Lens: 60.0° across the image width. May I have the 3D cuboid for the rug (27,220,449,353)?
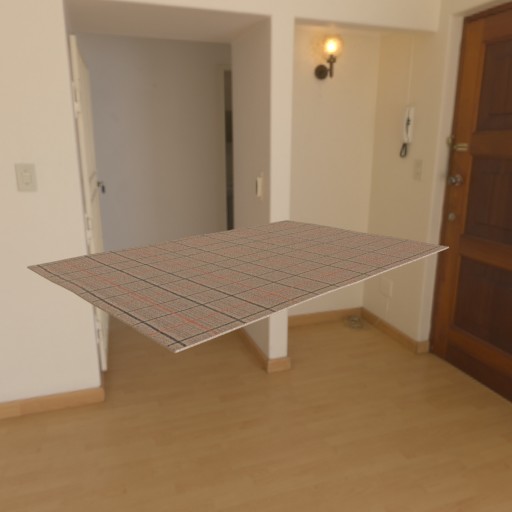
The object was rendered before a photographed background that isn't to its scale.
[{"bbox_3d":[0.000,0.000,2.286,1.829,0.013,1.220,-14,20,-43],"label":"rug"}]
